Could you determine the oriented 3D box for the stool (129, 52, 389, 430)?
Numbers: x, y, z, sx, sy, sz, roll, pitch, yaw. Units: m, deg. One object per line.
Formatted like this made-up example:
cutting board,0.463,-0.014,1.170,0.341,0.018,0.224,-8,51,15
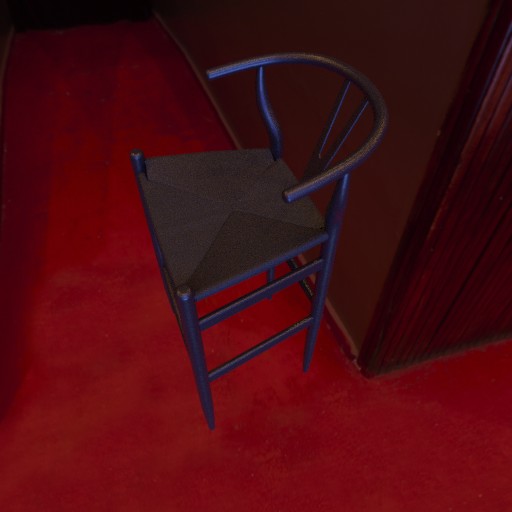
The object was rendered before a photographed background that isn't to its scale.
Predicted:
stool,0.000,0.000,1.392,0.579,1.072,0.569,-16,51,-14
